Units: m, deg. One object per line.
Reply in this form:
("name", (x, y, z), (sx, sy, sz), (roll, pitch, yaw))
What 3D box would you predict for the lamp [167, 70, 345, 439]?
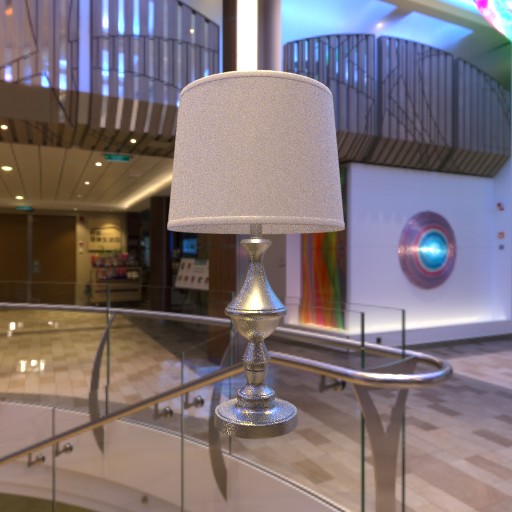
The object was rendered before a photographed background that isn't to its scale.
("lamp", (0.000, 0.000, 0.976), (0.383, 0.733, 0.383), (0, 0, 0))
